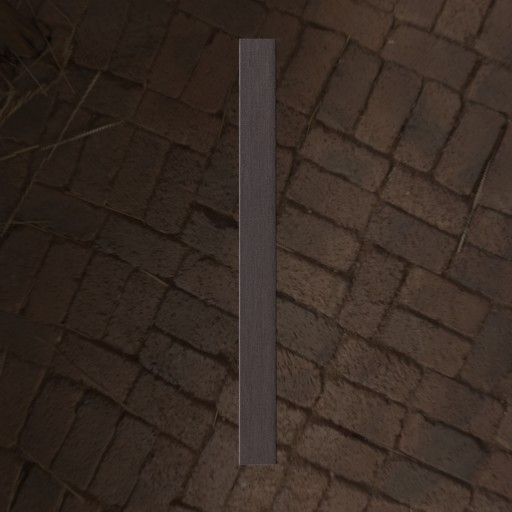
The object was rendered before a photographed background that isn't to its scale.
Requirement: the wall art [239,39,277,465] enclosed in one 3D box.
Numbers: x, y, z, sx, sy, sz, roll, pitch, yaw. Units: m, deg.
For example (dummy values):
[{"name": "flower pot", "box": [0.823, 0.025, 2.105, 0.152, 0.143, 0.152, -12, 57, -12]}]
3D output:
[{"name": "wall art", "box": [0.000, 0.000, 0.627, 0.032, 0.510, 0.358, 0, 89, 0]}]
